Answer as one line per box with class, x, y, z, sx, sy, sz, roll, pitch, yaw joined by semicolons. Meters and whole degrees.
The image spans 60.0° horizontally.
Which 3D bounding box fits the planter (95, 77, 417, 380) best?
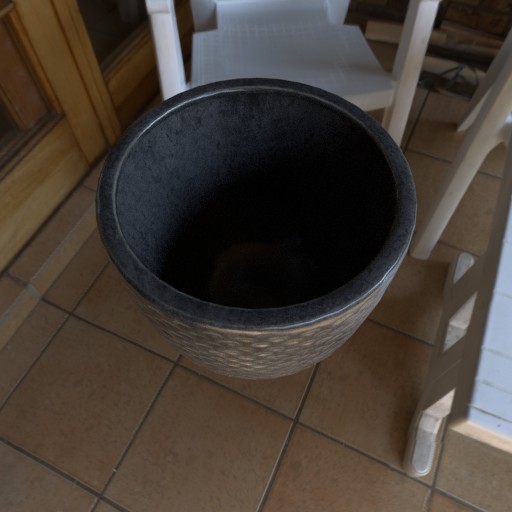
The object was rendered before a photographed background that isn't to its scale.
planter;0.000;0.000;0.305;0.172;0.160;0.172;0;59;0
